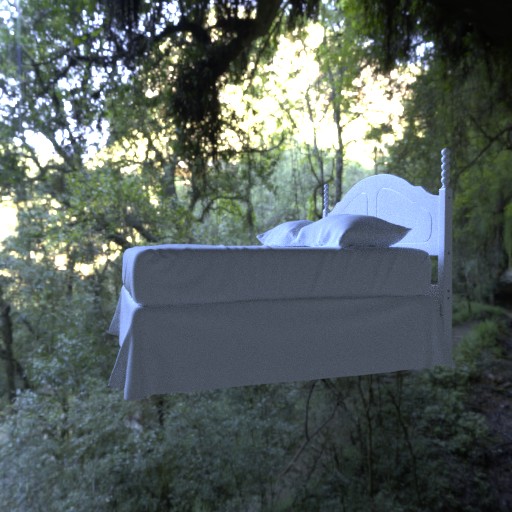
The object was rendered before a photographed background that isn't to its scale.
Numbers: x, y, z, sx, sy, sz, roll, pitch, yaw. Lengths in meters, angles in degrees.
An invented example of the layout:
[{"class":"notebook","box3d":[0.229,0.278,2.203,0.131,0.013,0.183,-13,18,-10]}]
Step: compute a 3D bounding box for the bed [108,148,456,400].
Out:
[{"class":"bed","box3d":[0.000,0.000,3.215,2.040,1.356,1.873,0,1,-18]}]
